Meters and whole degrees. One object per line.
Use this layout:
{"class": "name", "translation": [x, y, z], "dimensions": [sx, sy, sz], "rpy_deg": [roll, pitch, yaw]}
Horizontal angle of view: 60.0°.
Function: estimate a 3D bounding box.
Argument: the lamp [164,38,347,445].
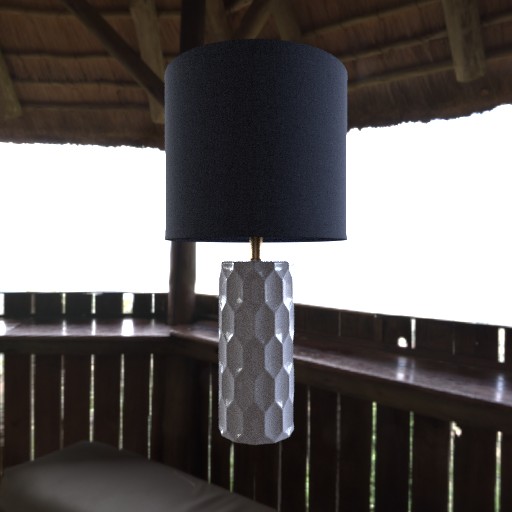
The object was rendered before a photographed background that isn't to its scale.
{"class": "lamp", "translation": [0.000, 0.000, 0.684], "dimensions": [0.277, 0.537, 0.277], "rpy_deg": [0, 0, 18]}
